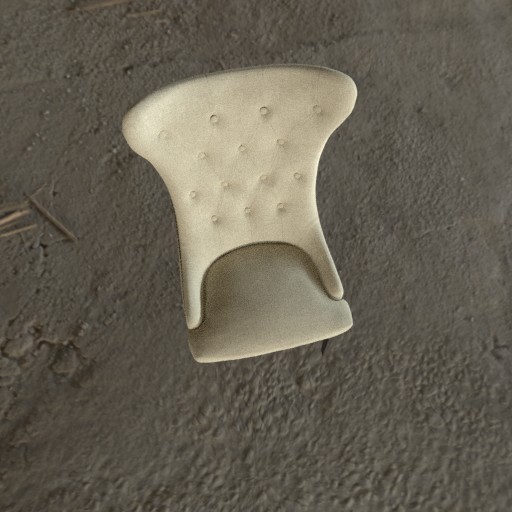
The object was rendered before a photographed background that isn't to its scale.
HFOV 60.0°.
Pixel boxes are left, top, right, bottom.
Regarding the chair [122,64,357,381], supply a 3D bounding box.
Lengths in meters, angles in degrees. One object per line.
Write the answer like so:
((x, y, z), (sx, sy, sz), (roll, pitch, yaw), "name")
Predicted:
((0.000, 0.000, 1.456), (0.584, 1.065, 0.590), (-11, 64, -5), "chair")
